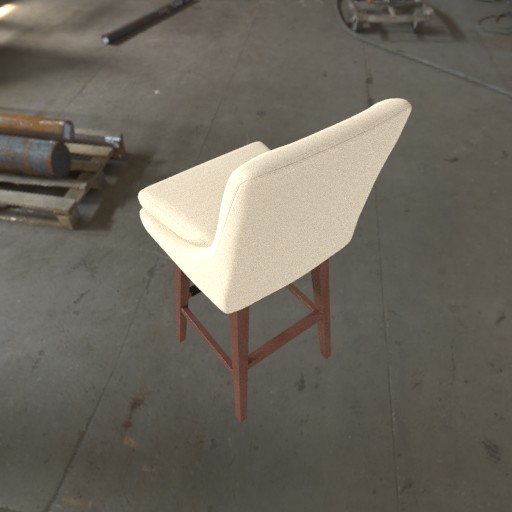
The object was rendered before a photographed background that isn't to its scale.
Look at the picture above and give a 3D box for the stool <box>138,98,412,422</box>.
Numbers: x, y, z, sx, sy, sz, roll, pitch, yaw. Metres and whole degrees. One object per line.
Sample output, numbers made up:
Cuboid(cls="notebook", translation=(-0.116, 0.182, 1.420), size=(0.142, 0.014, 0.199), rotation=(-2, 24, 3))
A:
Cuboid(cls="stool", translation=(0.000, 0.000, 1.357), size=(0.483, 1.093, 0.559), rotation=(-29, 53, -25))
